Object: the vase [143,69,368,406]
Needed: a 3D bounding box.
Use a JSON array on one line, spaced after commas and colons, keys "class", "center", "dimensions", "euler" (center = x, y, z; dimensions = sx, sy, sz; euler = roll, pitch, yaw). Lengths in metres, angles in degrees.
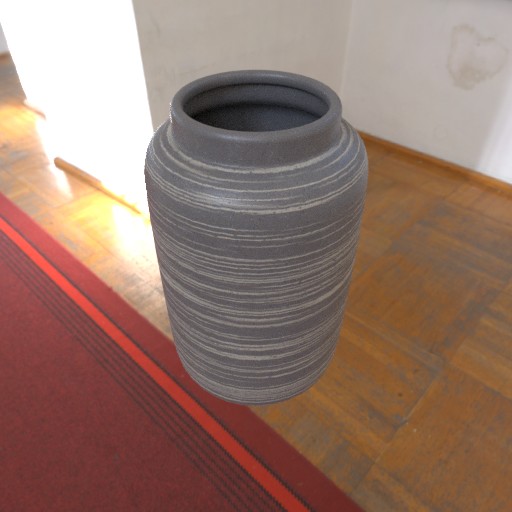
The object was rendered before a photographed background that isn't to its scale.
[{"class": "vase", "center": [0.000, 0.000, 0.688], "dimensions": [0.297, 0.499, 0.297], "euler": [0, 41, 0]}]
